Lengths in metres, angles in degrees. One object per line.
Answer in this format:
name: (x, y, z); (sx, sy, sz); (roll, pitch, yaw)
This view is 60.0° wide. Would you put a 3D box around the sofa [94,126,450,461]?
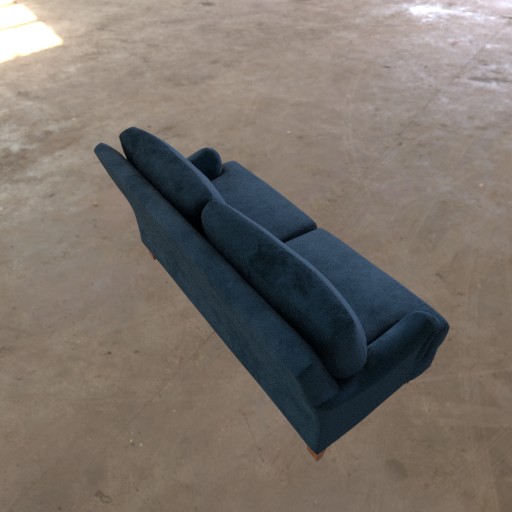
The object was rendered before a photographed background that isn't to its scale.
sofa: (0.000, 0.000, 2.721); (1.084, 1.101, 2.141); (-26, 48, -26)
